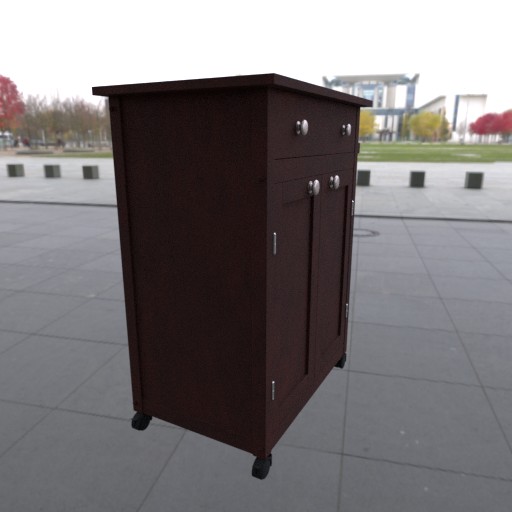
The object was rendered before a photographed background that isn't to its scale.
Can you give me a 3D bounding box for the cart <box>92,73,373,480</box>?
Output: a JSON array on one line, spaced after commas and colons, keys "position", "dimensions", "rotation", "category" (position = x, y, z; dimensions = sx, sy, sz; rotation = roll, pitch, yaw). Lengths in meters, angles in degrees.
[{"position": [0.000, 0.000, 1.261], "dimensions": [0.442, 0.864, 0.683], "rotation": [8, 17, 27], "category": "cart"}]
